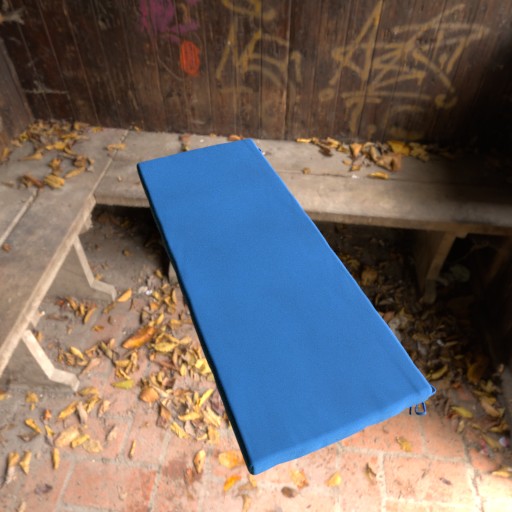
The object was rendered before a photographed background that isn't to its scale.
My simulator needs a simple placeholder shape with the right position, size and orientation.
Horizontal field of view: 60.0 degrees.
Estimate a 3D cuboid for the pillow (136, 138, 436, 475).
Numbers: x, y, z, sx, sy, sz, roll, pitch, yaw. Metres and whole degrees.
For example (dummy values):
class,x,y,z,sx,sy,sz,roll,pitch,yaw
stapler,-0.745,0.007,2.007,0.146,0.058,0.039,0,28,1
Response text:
class,x,y,z,sx,sy,sz,roll,pitch,yaw
pillow,0.000,0.000,1.338,0.492,0.081,1.187,-16,49,-15
